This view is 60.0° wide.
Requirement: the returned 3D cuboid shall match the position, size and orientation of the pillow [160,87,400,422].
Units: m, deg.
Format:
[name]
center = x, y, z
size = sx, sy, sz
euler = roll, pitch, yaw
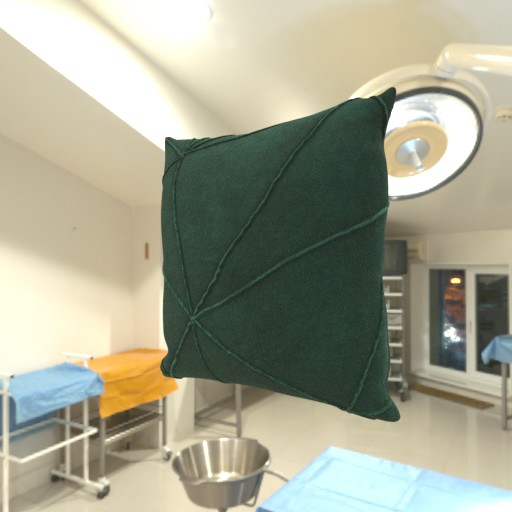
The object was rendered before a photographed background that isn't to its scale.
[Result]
[pillow]
center = 0.000, 0.000, 0.686
size = 0.439, 0.440, 0.184
euler = -1, -1, 36
